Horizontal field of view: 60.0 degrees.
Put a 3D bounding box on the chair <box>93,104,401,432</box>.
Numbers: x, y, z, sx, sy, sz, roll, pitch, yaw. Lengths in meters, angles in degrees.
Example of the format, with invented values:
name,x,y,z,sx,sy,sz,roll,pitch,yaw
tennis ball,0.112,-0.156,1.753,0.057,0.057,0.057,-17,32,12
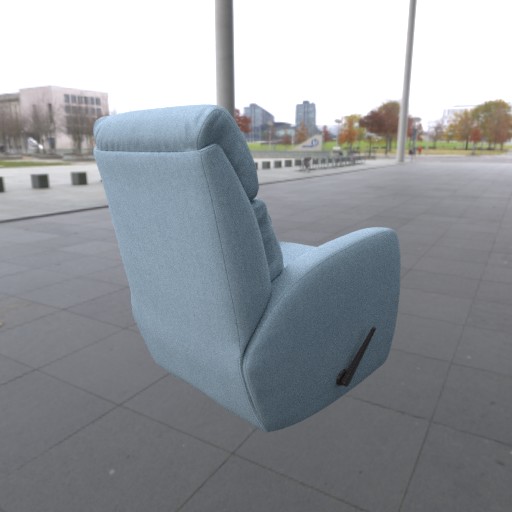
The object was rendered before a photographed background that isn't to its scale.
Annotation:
name,x,y,z,sx,sy,sz,roll,pitch,yaw
chair,0.000,0.000,1.654,0.940,1.013,0.812,-13,19,-43
